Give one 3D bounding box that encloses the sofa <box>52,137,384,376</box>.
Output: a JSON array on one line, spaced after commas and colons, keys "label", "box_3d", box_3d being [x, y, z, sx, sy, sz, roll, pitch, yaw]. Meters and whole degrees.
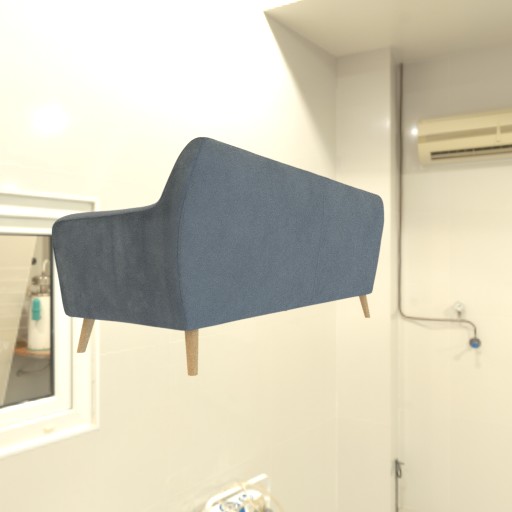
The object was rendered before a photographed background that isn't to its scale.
[{"label": "sofa", "box_3d": [0.000, 0.000, 2.454, 0.841, 0.832, 1.975, 0, 0, 34]}]
